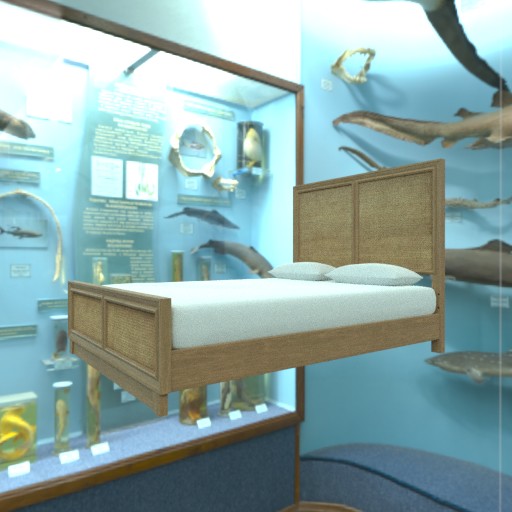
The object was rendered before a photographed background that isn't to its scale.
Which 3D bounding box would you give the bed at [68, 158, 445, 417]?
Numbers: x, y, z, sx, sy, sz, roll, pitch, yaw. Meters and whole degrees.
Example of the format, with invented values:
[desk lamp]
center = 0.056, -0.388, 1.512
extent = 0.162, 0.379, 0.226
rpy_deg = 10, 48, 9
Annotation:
[bed]
center = 0.000, 0.000, 3.186
extent = 2.184, 1.387, 1.606
rpy_deg = 0, 0, -36
